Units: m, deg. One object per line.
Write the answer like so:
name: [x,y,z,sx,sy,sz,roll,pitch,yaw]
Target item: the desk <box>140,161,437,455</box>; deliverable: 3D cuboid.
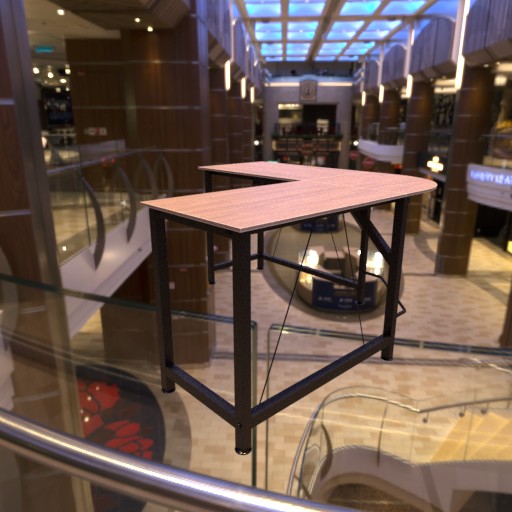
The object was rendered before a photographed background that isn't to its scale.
desk: [0.000,0.000,2.239,1.400,0.762,1.400,-15,23,-40]
